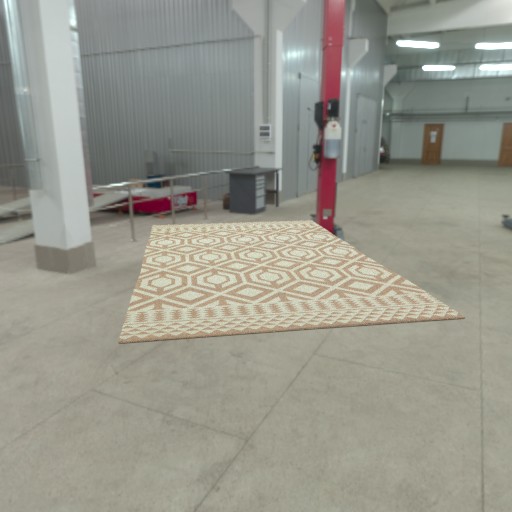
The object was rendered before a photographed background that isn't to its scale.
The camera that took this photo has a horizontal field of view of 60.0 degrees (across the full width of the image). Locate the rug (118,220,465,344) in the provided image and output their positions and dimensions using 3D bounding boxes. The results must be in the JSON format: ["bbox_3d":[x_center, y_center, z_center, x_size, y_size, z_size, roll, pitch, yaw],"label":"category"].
[{"bbox_3d":[0.000,0.000,3.039,1.526,0.011,2.435,-3,15,-9],"label":"rug"}]
